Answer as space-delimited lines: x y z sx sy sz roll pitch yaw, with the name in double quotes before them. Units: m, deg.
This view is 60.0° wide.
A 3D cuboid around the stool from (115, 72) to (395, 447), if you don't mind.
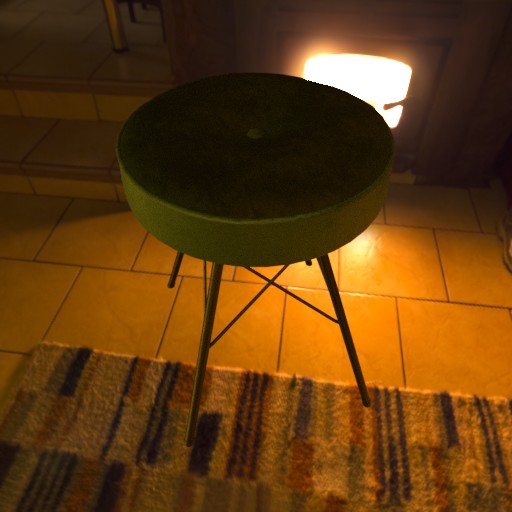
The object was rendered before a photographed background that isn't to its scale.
"stool" 0.000 0.000 0.892 0.430 0.595 0.457 -9 47 -9
